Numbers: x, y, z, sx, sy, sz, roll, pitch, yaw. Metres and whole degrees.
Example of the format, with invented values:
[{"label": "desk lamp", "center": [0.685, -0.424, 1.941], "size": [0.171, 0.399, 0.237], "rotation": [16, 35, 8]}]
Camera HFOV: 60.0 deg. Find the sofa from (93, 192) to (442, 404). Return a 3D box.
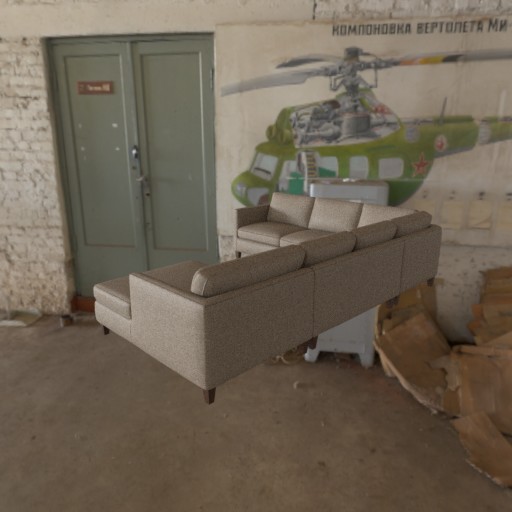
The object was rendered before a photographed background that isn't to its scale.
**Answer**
[{"label": "sofa", "center": [0.000, 0.000, 4.710], "size": [3.403, 0.889, 2.551], "rotation": [-15, 21, -43]}]
